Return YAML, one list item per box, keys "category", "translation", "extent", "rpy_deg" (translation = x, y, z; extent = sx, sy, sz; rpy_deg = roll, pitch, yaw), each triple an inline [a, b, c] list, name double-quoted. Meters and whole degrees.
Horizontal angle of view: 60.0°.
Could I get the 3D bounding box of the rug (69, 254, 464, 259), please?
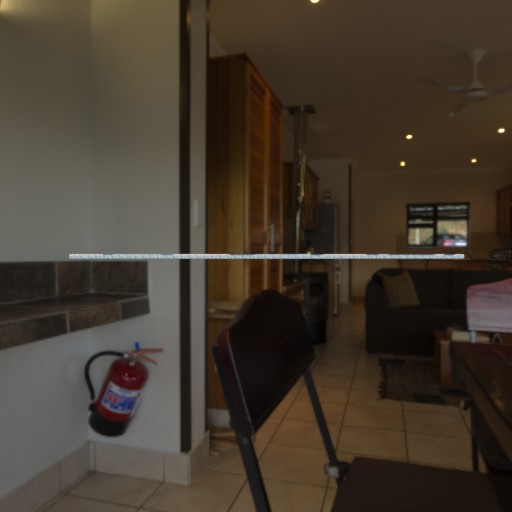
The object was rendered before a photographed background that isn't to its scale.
- category: "rug"
  translation: [0.000, 0.000, 2.274]
  extent: [1.235, 0.014, 1.829]
  rpy_deg: [0, 0, -3]
